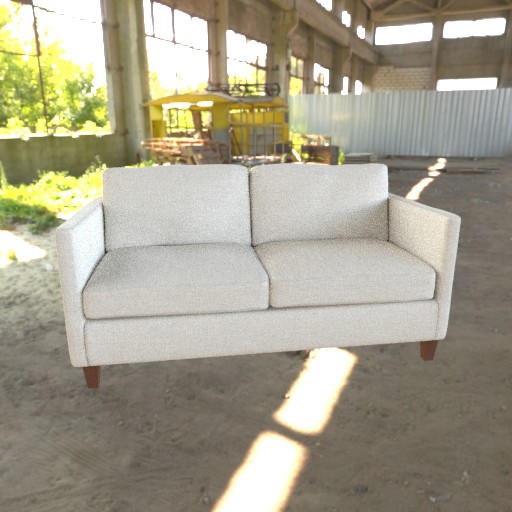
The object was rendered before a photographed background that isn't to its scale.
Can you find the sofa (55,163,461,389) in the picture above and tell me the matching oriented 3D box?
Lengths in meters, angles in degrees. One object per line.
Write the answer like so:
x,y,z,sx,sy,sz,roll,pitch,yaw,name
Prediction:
0.000,0.000,2.450,1.838,0.963,0.950,-2,16,-8,sofa
